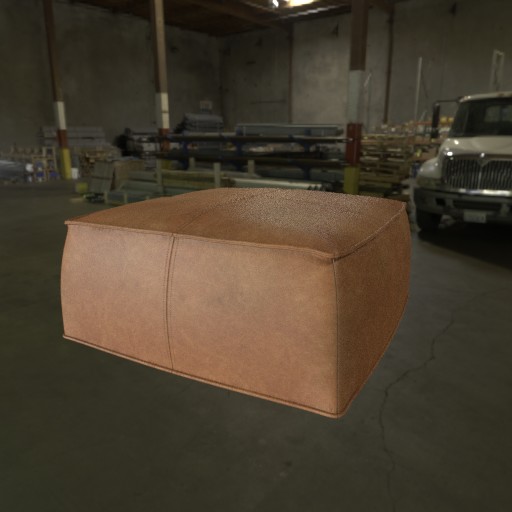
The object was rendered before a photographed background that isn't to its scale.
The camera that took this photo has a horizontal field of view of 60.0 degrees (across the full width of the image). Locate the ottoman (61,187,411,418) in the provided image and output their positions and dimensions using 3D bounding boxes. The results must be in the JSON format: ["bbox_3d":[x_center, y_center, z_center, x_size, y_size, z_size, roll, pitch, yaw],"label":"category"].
[{"bbox_3d":[0.000,0.000,1.431,0.901,0.395,0.902,8,17,27],"label":"ottoman"}]
